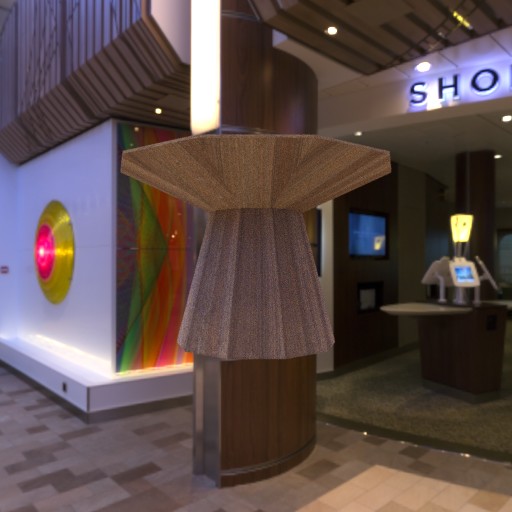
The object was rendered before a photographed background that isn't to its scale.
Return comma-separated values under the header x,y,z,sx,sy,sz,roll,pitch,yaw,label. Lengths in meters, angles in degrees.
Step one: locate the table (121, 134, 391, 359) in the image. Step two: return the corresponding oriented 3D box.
x,y,z,sx,sy,sz,roll,pitch,yaw,label
0.000,0.000,1.943,1.186,0.752,1.186,0,0,0,table
